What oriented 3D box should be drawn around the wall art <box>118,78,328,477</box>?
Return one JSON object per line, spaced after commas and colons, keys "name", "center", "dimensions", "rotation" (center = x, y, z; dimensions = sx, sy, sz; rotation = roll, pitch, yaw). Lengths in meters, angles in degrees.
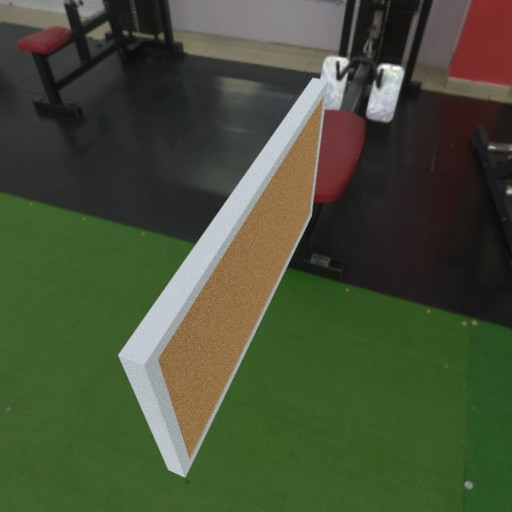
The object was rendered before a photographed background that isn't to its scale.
{"name": "wall art", "center": [0.000, 0.000, 0.958], "dimensions": [0.038, 0.431, 0.812], "rotation": [17, 49, 15]}
